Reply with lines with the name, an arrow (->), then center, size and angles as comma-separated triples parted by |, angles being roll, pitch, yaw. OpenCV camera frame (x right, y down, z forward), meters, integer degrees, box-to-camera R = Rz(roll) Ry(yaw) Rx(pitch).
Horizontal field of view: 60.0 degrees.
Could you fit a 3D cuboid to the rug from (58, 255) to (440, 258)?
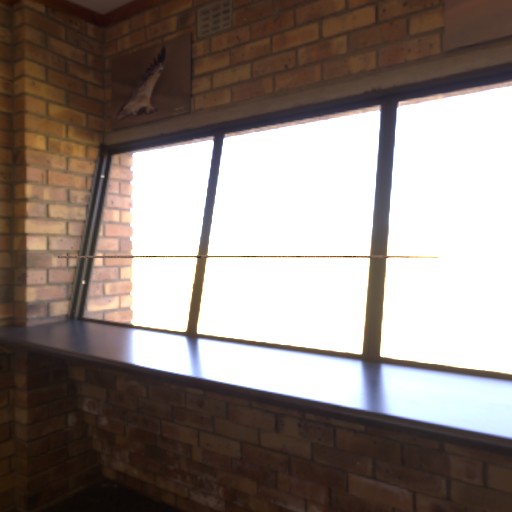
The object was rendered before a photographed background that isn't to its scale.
rug -> 0.000, 0.000, 2.992 | 1.526, 0.008, 2.465 | 0, 0, 2
